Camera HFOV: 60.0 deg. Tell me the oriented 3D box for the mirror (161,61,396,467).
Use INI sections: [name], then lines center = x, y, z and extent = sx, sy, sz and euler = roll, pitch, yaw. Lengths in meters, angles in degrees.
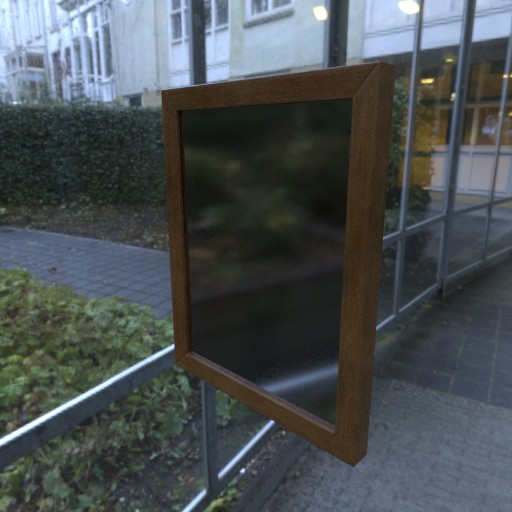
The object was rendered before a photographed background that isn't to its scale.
[mirror]
center = 0.000, 0.000, 0.683
extent = 0.405, 0.508, 0.041
euler = 14, 20, 42
